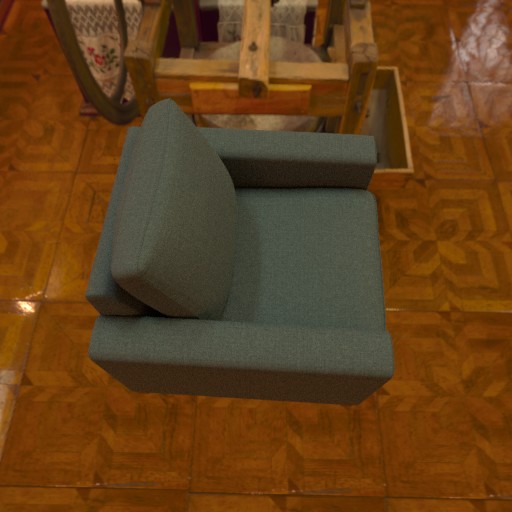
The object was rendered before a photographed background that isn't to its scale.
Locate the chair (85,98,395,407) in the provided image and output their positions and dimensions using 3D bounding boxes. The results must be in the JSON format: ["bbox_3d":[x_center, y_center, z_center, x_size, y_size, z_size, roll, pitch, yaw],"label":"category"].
[{"bbox_3d":[0.000,0.000,1.828,1.038,1.010,1.024,3,63,2],"label":"chair"}]
